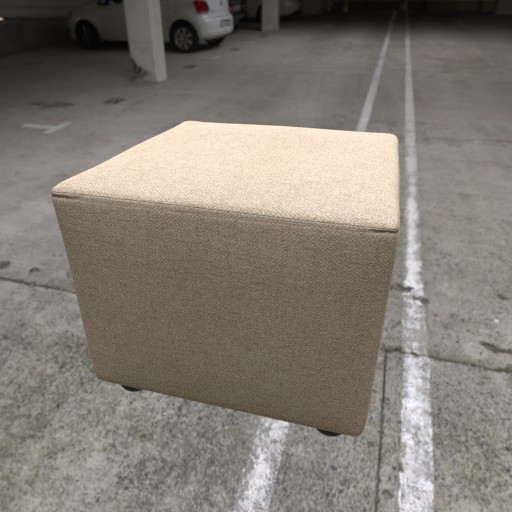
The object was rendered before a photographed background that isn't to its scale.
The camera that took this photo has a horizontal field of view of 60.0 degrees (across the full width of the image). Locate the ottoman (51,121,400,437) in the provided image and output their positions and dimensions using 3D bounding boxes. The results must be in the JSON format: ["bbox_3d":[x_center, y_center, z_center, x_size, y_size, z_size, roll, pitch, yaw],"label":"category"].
[{"bbox_3d":[0.000,0.000,0.890,0.508,0.432,0.508,8,30,14],"label":"ottoman"}]
